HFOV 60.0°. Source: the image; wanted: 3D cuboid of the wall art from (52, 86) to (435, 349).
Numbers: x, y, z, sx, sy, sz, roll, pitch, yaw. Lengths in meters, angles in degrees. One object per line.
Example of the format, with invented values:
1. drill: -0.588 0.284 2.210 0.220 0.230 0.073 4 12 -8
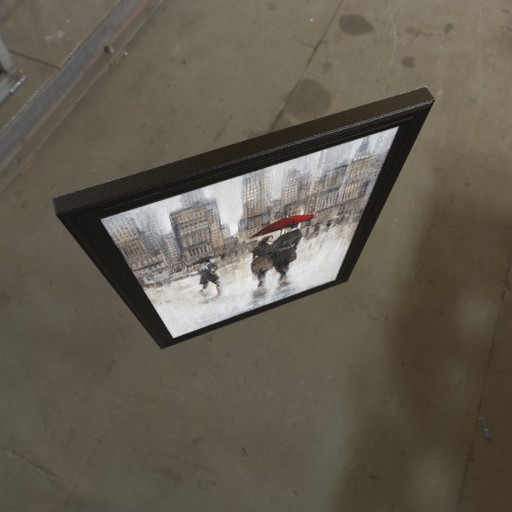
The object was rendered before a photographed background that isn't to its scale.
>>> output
1. wall art: 0.000 0.000 1.584 0.950 1.194 0.053 -19 66 -9
